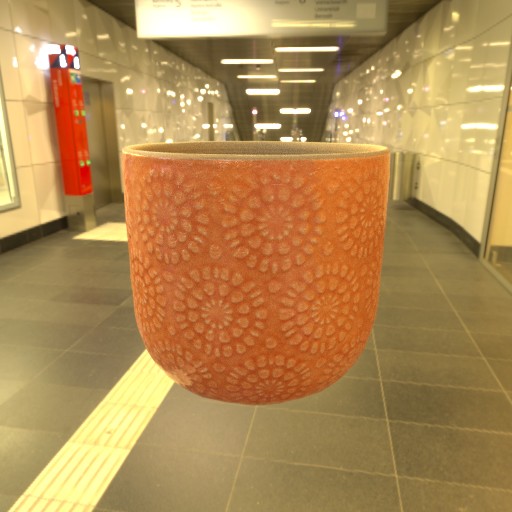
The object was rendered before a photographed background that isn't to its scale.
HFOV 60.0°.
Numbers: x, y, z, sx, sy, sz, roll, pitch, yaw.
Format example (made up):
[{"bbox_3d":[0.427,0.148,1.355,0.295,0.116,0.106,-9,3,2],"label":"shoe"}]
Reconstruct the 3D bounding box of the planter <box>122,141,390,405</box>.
[{"bbox_3d":[0.000,0.000,0.300,0.170,0.152,0.170,0,17,0],"label":"planter"}]
